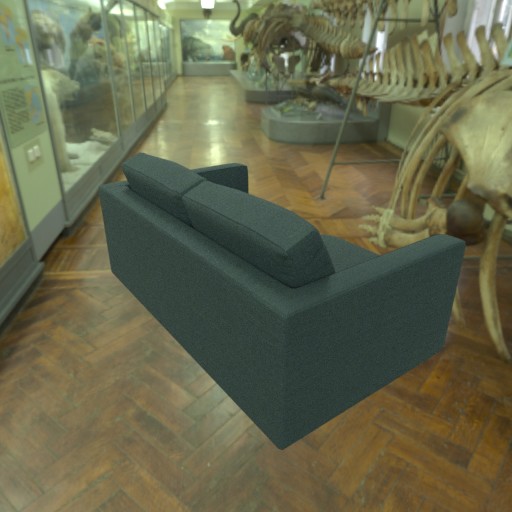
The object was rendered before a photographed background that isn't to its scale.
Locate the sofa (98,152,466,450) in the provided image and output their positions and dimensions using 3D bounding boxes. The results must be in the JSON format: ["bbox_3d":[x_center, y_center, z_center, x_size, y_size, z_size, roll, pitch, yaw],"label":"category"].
[{"bbox_3d":[0.000,0.000,2.261,0.999,0.907,1.659,-17,30,-32],"label":"sofa"}]
